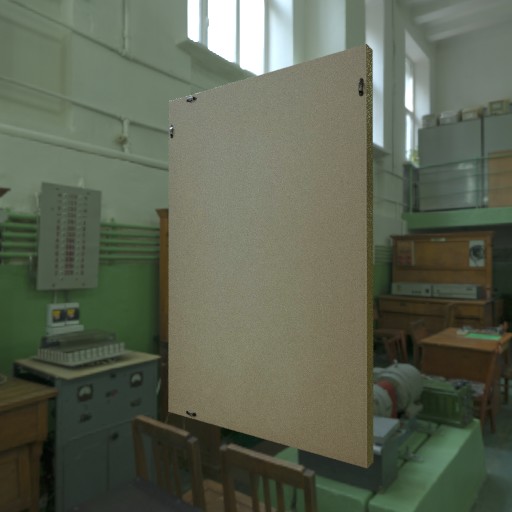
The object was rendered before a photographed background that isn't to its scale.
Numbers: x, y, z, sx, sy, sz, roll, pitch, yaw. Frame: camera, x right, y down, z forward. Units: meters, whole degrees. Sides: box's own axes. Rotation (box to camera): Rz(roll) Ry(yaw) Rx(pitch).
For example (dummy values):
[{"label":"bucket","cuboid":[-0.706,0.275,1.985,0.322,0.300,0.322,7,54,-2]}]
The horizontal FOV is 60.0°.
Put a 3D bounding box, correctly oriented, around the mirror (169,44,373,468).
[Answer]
[{"label":"mirror","cuboid":[0.000,0.000,1.143,0.609,0.915,0.041,0,0,35]}]
